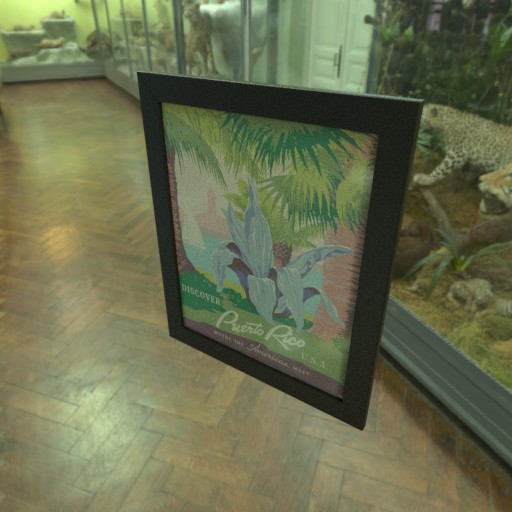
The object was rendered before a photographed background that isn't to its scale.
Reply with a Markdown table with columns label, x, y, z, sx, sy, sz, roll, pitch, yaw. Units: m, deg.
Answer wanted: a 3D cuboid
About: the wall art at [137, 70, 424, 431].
| label | x | y | z | sx | sy | sz | roll | pitch | yaw |
| --- | --- | --- | --- | --- | --- | --- | --- | --- | --- |
| wall art | 0.000 | 0.000 | 0.791 | 0.481 | 0.582 | 0.018 | 18 | 35 | 29 |
